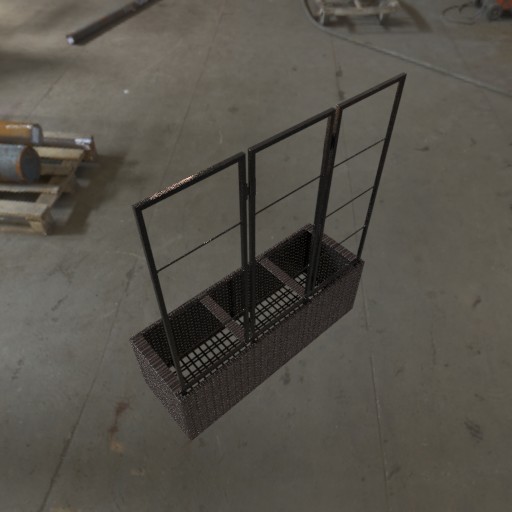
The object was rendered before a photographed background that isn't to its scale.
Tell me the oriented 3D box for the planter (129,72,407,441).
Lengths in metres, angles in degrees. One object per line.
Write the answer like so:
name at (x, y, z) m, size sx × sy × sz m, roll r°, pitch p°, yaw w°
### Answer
planter at (0.000, 0.000, 1.158) m, size 0.699 × 0.841 × 0.244 m, roll -33°, pitch 55°, yaw -27°
